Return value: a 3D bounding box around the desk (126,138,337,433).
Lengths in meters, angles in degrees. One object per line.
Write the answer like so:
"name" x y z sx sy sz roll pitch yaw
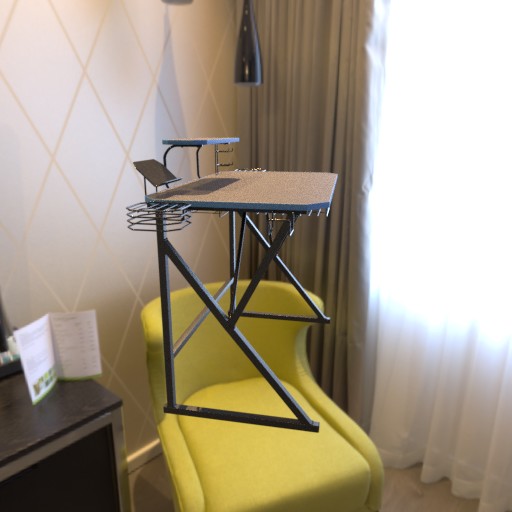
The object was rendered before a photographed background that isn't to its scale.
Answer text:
"desk" 0.000 0.000 1.780 0.594 0.909 1.295 3 16 11
